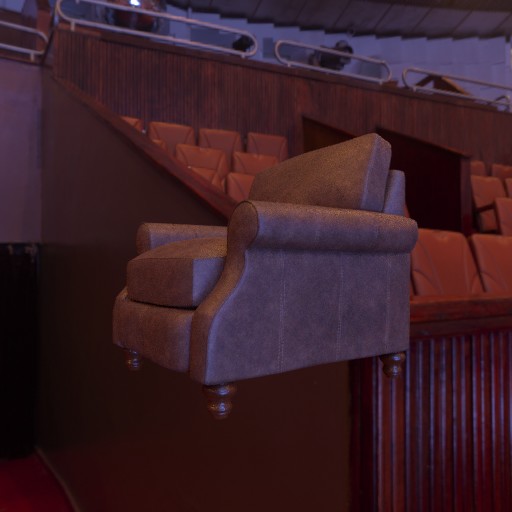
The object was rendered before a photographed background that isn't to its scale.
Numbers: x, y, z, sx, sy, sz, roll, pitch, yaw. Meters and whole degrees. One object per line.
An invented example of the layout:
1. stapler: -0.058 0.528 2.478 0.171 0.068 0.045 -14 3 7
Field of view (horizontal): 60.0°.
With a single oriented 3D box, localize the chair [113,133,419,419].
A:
1. chair: 0.000 0.000 1.838 1.002 0.976 0.996 1 -2 -35
